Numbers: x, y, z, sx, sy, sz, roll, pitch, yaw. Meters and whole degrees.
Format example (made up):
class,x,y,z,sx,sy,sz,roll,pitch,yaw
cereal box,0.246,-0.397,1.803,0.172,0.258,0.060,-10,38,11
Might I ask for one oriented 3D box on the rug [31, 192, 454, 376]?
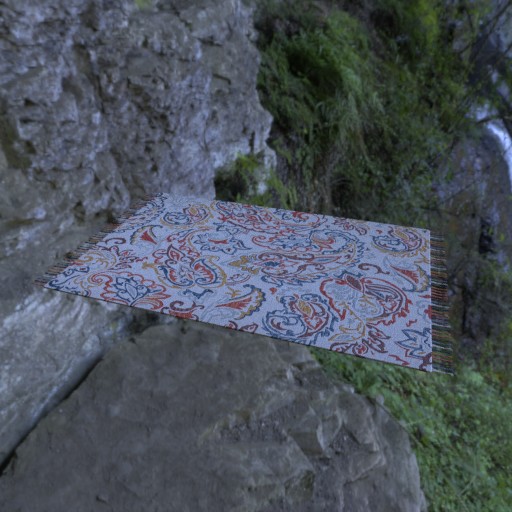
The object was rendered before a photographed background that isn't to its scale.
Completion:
class,x,y,z,sx,sy,sz,roll,pitch,yaw
rug,0.000,0.000,2.449,1.997,0.010,1.218,10,33,15
